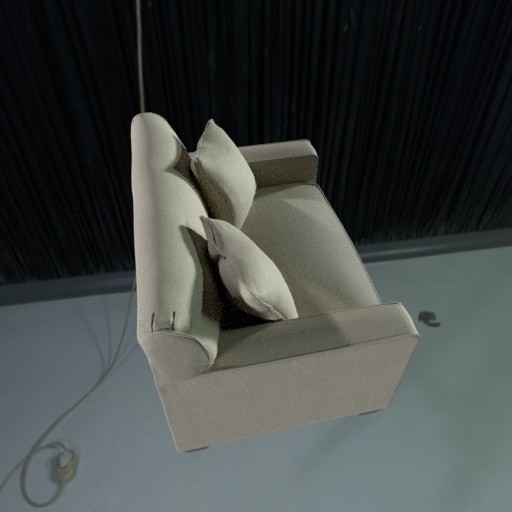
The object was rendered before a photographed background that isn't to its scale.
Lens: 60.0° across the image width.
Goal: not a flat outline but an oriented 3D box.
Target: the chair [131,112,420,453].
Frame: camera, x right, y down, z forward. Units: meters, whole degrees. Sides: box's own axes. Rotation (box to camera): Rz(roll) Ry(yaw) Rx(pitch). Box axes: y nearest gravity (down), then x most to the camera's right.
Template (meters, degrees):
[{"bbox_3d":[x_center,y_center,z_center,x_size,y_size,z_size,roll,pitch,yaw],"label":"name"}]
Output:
[{"bbox_3d":[0.000,0.000,2.106,1.000,0.948,1.383,-9,46,-9],"label":"chair"}]
